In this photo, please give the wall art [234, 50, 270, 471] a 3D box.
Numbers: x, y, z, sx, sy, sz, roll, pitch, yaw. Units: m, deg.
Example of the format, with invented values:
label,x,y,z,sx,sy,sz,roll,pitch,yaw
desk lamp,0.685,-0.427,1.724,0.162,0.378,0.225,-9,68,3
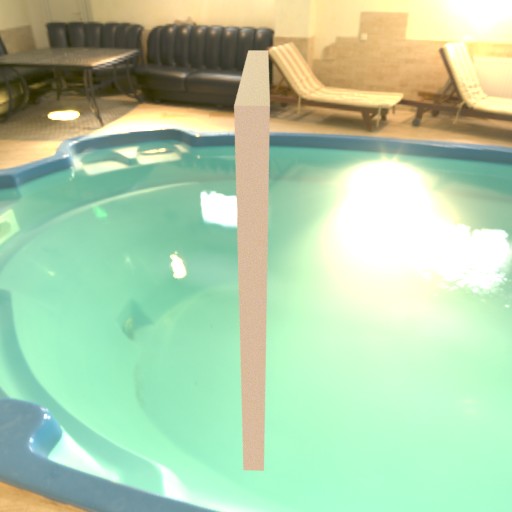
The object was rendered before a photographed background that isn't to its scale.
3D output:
label,x,y,z,sx,sy,sz,roll,pitch,yaw
wall art,0.000,0.000,0.547,0.025,0.428,0.293,1,32,1
